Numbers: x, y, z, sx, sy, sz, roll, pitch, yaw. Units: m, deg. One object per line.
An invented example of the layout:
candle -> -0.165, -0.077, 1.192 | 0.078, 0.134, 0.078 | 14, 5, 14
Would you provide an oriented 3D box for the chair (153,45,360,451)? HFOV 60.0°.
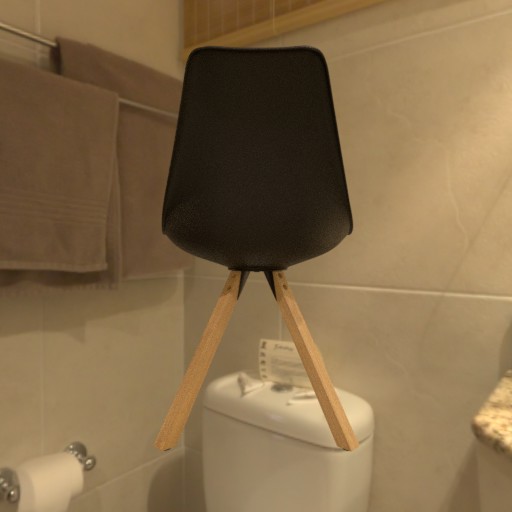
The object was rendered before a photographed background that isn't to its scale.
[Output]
chair -> 0.000, 0.000, 1.145 | 0.485, 0.850, 0.549 | 0, 2, 0
